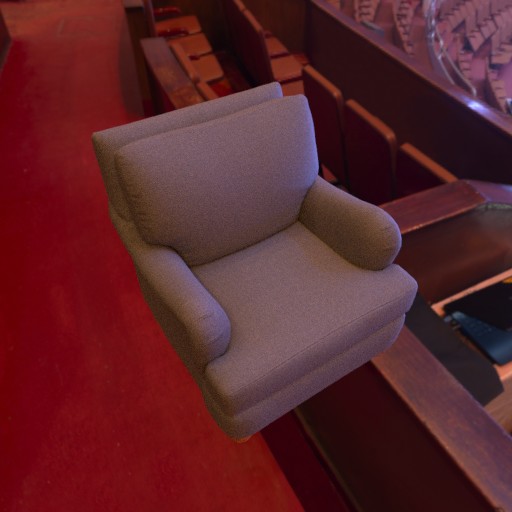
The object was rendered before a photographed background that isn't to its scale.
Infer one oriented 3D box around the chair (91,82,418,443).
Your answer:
[{"bbox_3d":[0.000,0.000,1.899,0.955,1.038,1.070,-24,50,-22],"label":"chair"}]
